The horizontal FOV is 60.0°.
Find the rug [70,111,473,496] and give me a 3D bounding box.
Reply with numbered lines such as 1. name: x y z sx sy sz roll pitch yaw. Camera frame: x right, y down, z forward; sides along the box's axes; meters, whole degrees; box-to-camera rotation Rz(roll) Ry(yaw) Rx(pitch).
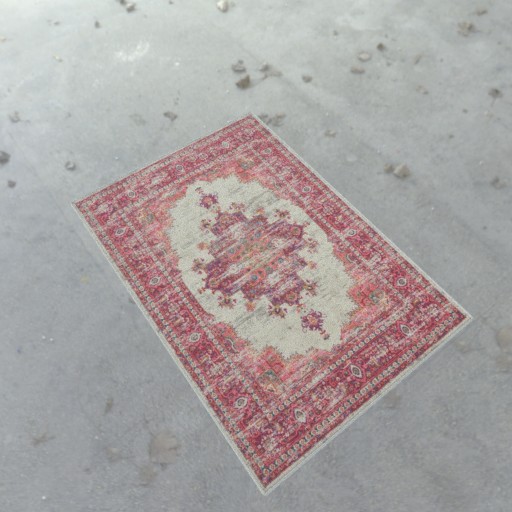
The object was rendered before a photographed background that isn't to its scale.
1. rug: 0.000 0.000 2.224 1.217 0.011 1.747 -32 64 -18
